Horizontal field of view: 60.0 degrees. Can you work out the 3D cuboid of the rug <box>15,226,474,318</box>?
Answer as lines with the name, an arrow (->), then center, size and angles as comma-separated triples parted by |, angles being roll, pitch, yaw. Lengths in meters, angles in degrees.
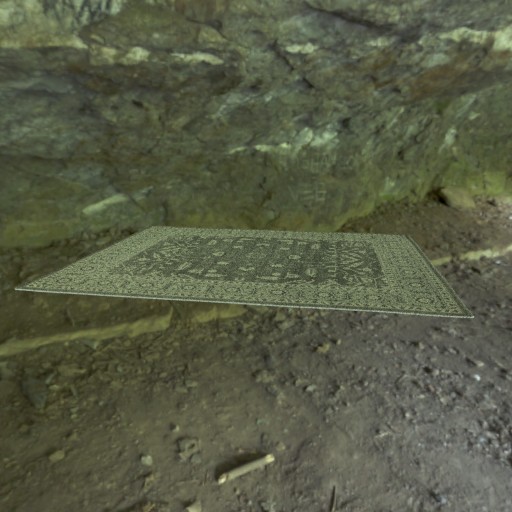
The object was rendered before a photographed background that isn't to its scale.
rug -> 0.000, 0.000, 4.052 | 3.069, 0.026, 2.451 | 2, 15, 9
